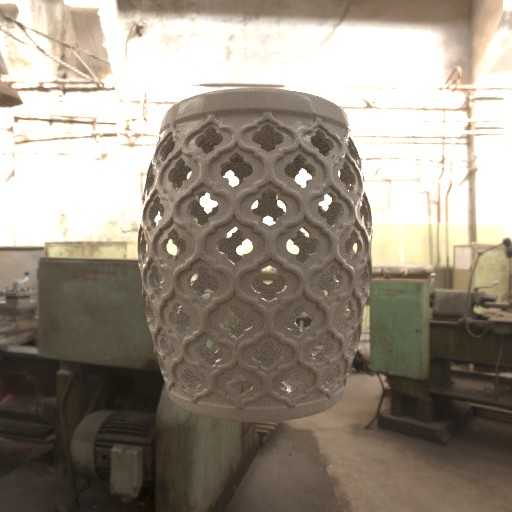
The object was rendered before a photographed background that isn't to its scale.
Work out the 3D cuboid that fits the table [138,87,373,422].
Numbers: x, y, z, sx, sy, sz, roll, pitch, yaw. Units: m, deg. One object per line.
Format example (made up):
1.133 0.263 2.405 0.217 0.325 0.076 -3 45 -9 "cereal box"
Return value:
0.000 0.000 0.633 0.325 0.388 0.325 0 0 0 "table"
